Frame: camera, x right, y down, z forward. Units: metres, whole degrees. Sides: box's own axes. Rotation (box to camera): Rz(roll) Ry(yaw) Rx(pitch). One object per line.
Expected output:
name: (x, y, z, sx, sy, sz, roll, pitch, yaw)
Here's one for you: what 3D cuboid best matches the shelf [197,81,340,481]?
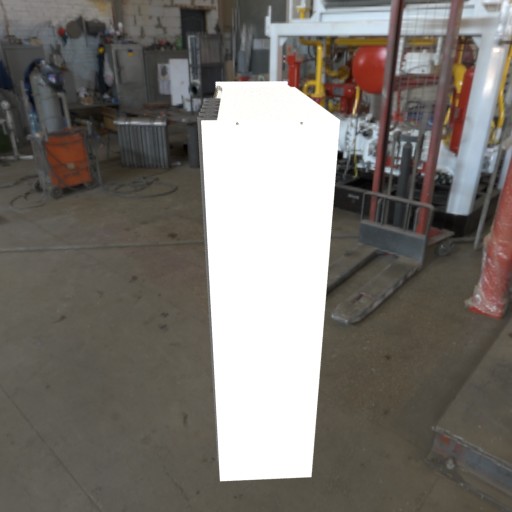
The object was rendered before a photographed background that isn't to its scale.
shelf: (0.000, 0.000, 2.631, 0.500, 1.810, 1.600, -1, 26, -3)
